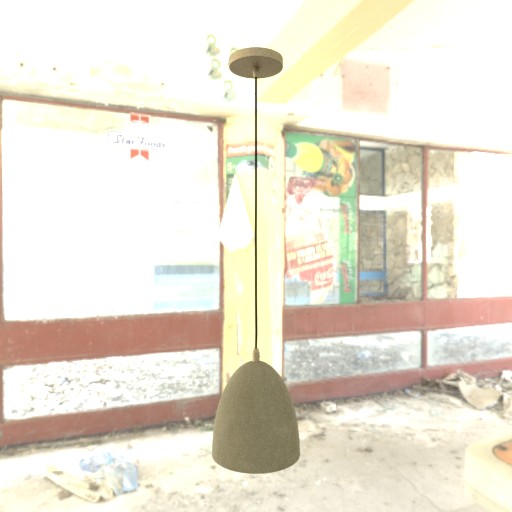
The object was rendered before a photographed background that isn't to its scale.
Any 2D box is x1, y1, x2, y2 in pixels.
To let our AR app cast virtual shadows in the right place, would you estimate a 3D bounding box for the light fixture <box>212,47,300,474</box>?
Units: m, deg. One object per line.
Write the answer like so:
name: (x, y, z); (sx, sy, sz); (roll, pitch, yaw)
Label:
light fixture: (0.000, 0.000, 0.856); (0.170, 0.759, 0.170); (0, 0, 0)
